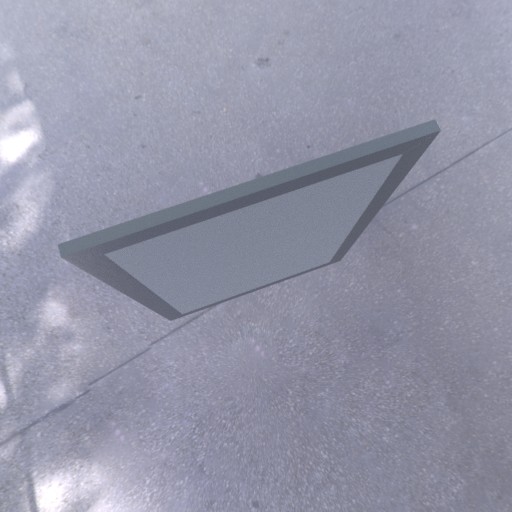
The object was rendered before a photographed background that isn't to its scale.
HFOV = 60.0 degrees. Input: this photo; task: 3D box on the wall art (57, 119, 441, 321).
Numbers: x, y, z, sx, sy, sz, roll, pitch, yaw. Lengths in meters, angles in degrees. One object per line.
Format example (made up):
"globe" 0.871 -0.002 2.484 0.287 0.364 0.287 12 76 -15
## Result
"wall art" 0.000 0.000 0.670 0.376 0.529 0.013 -19 76 -5
